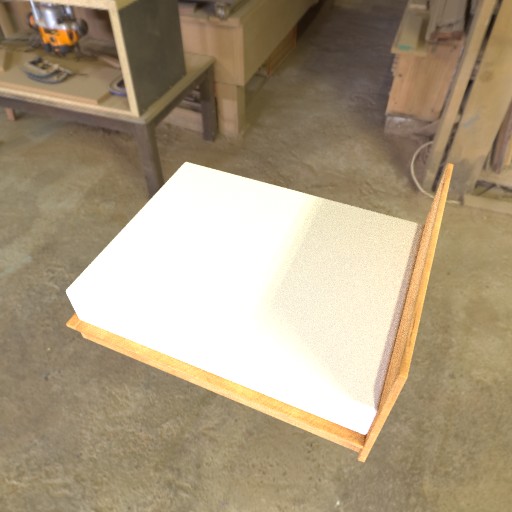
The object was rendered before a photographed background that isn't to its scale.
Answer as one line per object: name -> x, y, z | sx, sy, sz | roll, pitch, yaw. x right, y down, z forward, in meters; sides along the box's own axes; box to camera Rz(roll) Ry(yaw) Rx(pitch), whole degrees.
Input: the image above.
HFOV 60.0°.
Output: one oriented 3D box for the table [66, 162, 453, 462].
table -> 0.000, 0.000, 3.105 | 2.149, 1.041, 1.707 | 18, 49, 16
